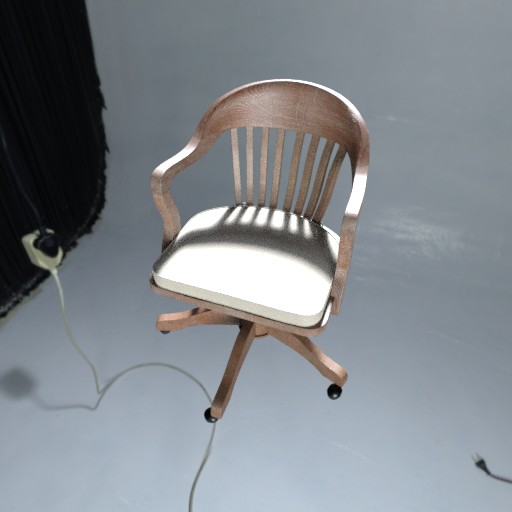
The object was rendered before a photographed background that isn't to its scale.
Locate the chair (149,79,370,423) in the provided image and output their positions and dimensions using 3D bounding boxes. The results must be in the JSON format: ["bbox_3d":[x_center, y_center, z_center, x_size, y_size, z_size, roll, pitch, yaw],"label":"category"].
[{"bbox_3d":[0.000,0.000,1.459,0.750,0.878,0.788,14,44,15],"label":"chair"}]
